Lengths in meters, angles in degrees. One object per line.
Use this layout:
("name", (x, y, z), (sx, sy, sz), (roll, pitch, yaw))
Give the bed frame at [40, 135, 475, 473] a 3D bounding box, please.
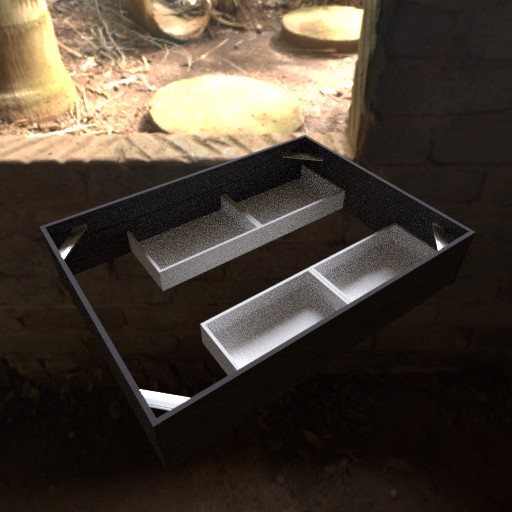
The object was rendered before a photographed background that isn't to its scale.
("bed frame", (0.000, 0.000, 2.594), (1.944, 0.459, 1.448), (-25, 47, -26))
